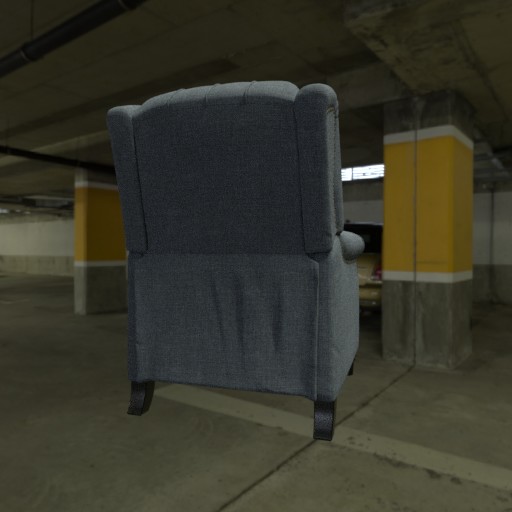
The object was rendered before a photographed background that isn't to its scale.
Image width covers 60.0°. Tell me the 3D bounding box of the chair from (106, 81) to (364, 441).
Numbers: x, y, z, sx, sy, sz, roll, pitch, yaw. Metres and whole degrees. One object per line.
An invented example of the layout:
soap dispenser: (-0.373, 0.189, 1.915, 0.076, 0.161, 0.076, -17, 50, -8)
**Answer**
chair: (0.000, 0.000, 1.656, 0.742, 1.035, 0.898, 0, 1, 18)
